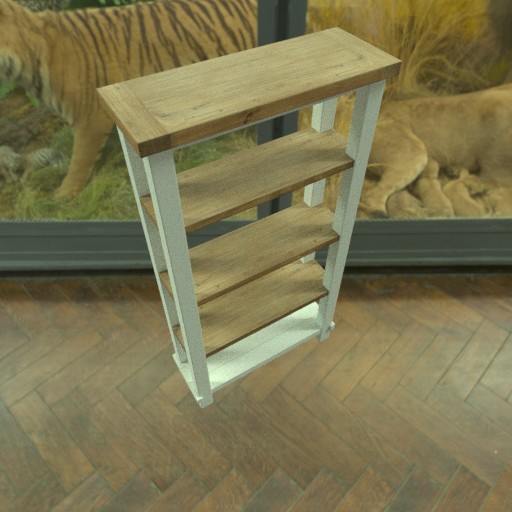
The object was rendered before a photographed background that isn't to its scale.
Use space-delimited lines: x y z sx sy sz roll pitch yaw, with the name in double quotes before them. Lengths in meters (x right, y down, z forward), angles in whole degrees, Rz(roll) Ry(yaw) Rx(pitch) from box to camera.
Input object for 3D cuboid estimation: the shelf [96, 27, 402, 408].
"shelf" 0.000 0.000 2.240 1.022 1.878 0.381 -24 52 -21
